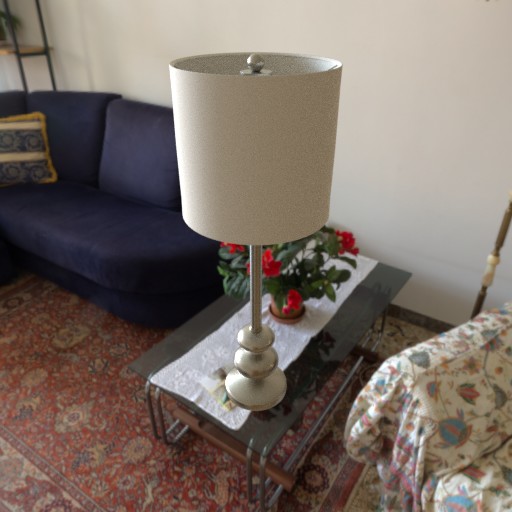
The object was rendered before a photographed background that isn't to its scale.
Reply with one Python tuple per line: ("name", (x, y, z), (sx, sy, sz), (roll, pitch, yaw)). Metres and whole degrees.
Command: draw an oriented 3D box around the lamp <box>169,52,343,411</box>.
("lamp", (0.000, 0.000, 0.825), (0.254, 0.690, 0.254), (-1, 31, -1))
